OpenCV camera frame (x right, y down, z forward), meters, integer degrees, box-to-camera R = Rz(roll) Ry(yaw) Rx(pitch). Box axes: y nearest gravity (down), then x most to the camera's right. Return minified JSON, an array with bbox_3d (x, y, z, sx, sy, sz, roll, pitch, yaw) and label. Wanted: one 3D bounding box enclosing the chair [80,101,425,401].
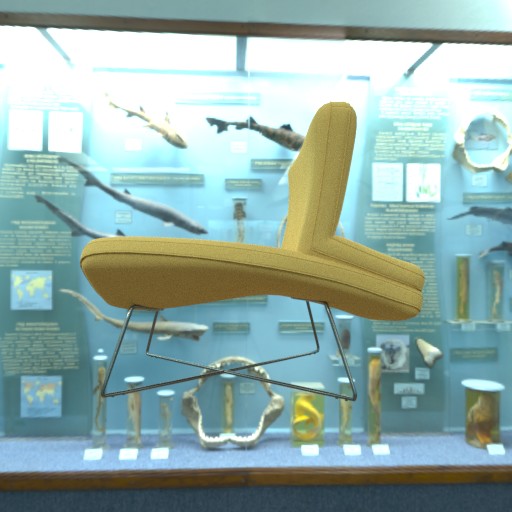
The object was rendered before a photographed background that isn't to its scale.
[{"bbox_3d":[0.000,0.000,1.624,1.008,0.855,0.859,0,0,-1],"label":"chair"}]
